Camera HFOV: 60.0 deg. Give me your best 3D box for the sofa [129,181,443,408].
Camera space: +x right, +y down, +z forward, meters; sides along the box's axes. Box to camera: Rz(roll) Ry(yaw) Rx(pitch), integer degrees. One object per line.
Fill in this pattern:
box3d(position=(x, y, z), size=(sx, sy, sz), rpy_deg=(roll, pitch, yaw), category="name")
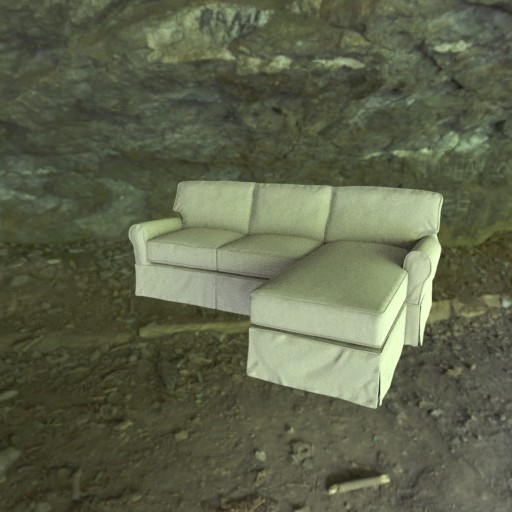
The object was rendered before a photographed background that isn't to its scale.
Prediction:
box3d(position=(0.000, 0.000, 3.327), size=(2.475, 0.978, 1.733), rpy_deg=(7, 15, 26), category="sofa")
